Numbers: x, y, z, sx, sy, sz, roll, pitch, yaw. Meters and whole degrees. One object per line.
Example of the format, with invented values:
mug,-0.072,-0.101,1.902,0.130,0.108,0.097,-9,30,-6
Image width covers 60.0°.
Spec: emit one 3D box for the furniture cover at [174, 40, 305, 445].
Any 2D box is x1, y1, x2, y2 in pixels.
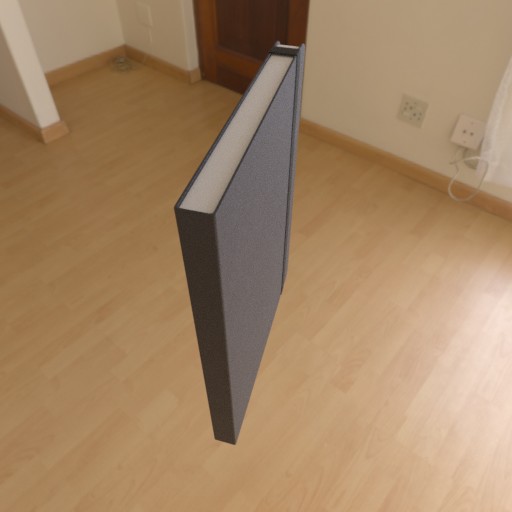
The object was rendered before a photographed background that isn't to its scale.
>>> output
furniture cover,0.000,0.000,0.378,0.023,0.281,0.216,11,48,11
